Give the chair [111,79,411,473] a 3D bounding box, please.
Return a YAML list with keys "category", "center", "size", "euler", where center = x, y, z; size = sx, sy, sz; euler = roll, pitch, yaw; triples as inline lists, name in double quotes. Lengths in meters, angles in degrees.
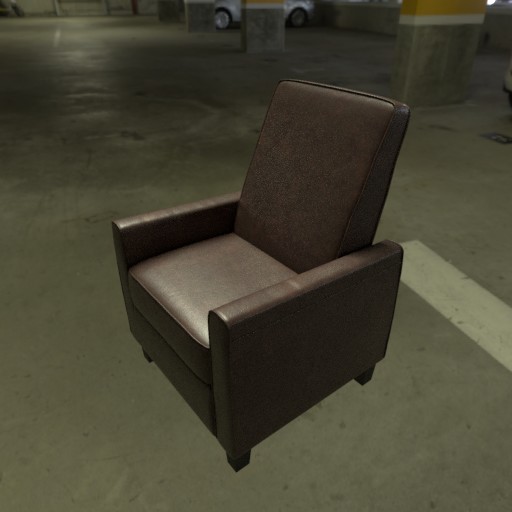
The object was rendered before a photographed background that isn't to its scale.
- category: "chair"
  center: [0.000, 0.000, 1.488]
  size: [0.746, 1.013, 0.705]
  euler: [-22, 37, -32]
